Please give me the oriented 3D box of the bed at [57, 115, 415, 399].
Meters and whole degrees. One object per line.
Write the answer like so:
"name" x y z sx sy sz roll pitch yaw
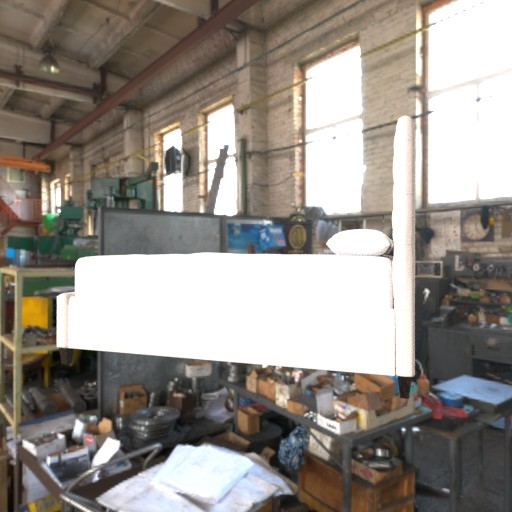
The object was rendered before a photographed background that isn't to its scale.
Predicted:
"bed" 0.000 0.000 3.351 2.233 1.426 1.696 0 0 19
